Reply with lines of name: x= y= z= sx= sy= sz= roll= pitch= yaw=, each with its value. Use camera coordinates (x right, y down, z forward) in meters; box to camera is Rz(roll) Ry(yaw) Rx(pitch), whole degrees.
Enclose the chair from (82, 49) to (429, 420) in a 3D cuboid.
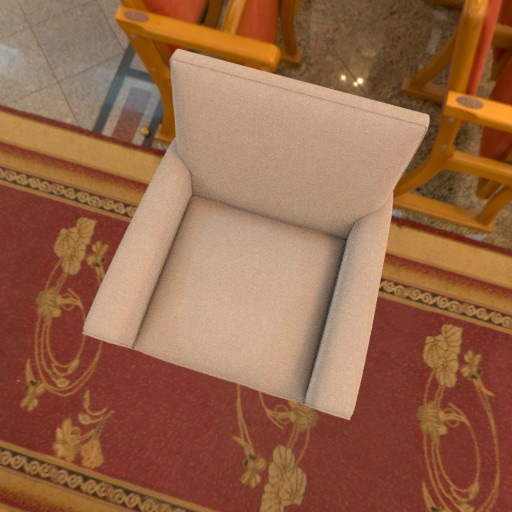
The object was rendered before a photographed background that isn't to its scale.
chair: x=0.000 y=0.000 z=1.564 sx=0.840 sy=0.846 sz=0.871 roll=17 pitch=75 yaw=5
